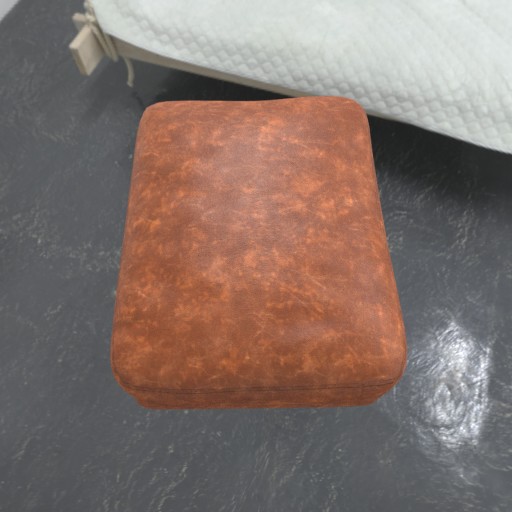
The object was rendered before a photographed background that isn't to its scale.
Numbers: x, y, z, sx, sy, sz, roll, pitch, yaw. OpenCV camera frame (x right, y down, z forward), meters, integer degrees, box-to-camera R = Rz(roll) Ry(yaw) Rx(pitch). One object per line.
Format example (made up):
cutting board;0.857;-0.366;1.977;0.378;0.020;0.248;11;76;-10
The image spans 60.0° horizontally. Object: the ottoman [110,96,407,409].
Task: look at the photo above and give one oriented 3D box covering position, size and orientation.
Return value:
ottoman;0.000;0.000;1.251;0.657;0.562;0.832;-1;64;-1
